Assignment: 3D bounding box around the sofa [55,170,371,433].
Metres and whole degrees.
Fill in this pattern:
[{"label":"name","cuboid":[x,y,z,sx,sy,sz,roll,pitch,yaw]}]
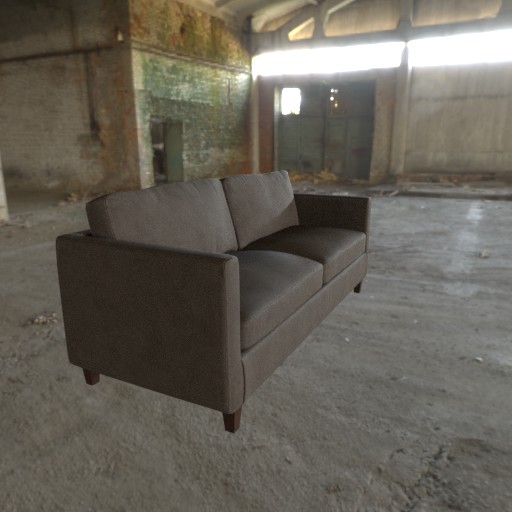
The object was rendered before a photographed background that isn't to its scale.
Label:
[{"label":"sofa","cuboid":[0.000,0.000,2.785,0.951,0.965,2.208,7,16,26]}]
